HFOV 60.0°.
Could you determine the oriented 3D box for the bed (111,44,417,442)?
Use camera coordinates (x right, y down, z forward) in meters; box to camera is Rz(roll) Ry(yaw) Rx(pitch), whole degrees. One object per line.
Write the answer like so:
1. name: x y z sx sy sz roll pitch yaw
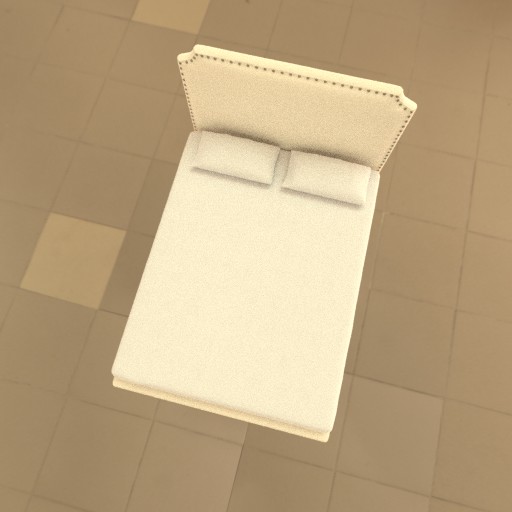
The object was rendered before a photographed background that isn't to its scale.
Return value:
1. bed: 0.000 0.000 3.365 1.712 1.497 2.372 13 74 4
